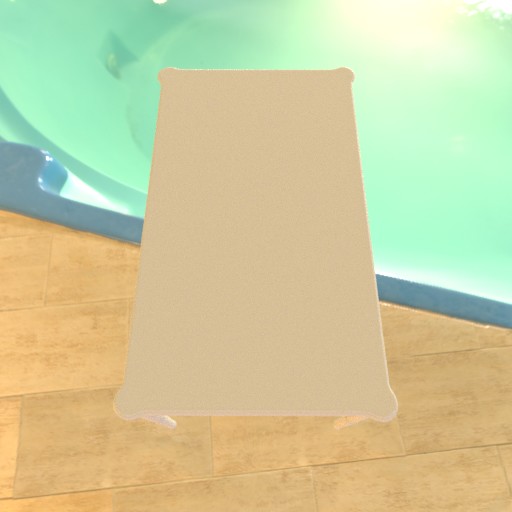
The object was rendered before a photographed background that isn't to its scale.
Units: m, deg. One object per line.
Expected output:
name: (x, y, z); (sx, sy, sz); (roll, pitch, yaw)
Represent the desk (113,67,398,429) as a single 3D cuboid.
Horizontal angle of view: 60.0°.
desk: (0.000, 0.000, 1.867); (0.807, 0.762, 1.380); (0, 64, 0)
